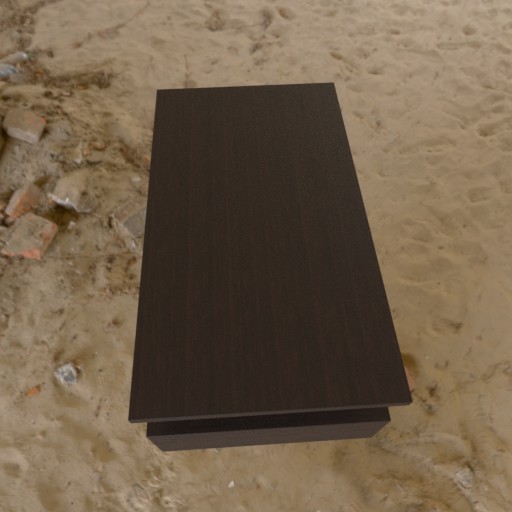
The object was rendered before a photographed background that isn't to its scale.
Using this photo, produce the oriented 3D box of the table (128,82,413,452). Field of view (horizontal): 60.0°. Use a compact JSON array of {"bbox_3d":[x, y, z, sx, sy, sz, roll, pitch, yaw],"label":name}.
[{"bbox_3d":[0.000,0.000,1.387,0.590,0.460,1.050,-3,58,-2],"label":"table"}]
